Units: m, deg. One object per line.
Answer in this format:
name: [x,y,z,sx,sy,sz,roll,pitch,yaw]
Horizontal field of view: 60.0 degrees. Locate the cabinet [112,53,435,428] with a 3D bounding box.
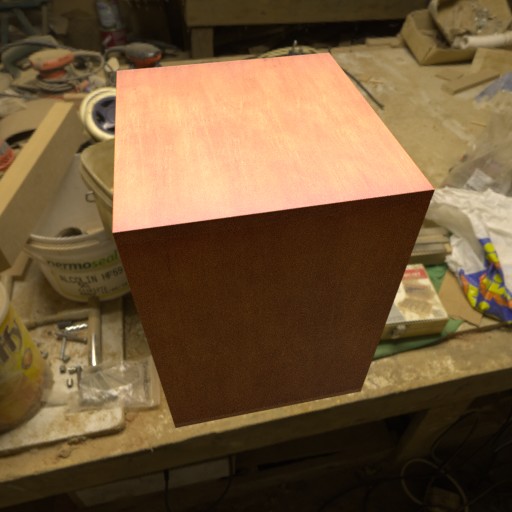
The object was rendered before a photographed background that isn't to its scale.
cabinet: [0.000,0.000,0.854,0.401,0.579,0.409,-8,47,-8]
